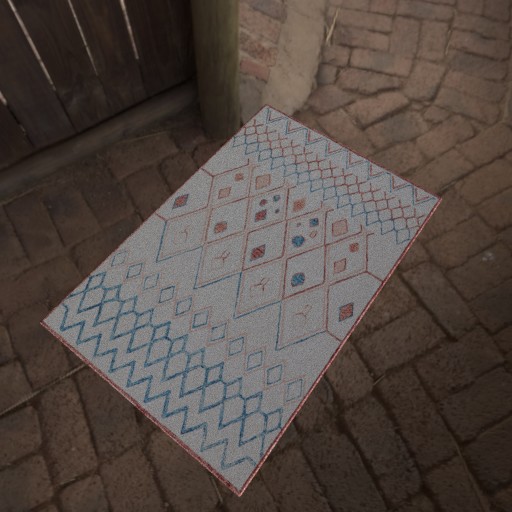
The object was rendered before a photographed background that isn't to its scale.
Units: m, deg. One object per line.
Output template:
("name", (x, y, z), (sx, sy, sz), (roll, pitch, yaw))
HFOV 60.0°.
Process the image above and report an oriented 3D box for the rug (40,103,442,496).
("rug", (0.000, 0.000, 2.296), (1.219, 0.016, 1.829), (34, 67, 17))
